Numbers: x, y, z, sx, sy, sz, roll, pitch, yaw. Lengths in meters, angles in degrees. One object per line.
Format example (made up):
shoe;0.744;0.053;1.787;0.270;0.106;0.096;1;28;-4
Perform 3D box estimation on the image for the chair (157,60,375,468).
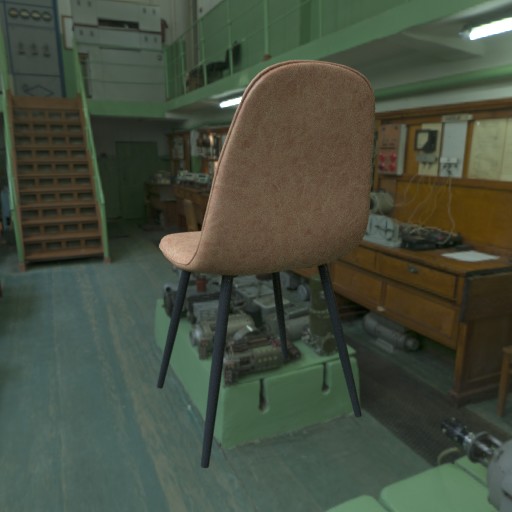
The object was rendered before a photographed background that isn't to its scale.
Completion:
chair;0.000;0.000;1.194;0.472;0.889;0.561;-7;15;-26
